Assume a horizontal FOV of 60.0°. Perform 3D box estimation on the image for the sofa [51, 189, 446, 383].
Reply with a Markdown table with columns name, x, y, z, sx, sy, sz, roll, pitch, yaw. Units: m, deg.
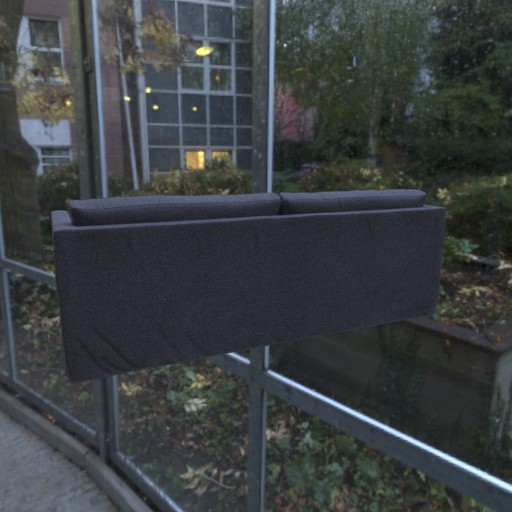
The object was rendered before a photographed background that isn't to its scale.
| name | x | y | z | sx | sy | sz | roll | pitch | yaw |
| --- | --- | --- | --- | --- | --- | --- | --- | --- | --- |
| sofa | 0.000 | 0.000 | 3.321 | 2.779 | 0.998 | 1.036 | -5 | 13 | -24 |
